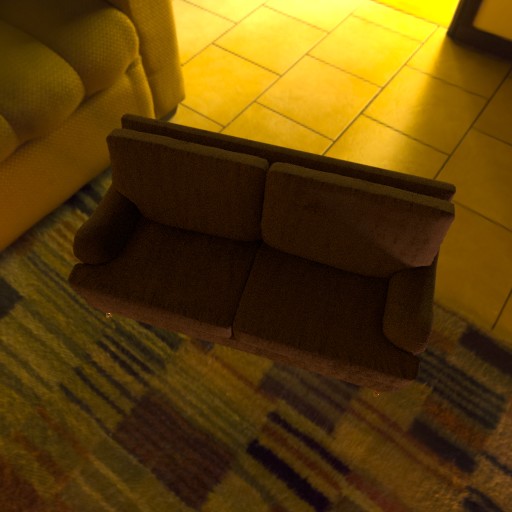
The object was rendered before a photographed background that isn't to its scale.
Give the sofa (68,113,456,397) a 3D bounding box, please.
[{"bbox_3d":[0.000,0.000,2.811,2.165,1.087,1.086,14,60,8],"label":"sofa"}]
